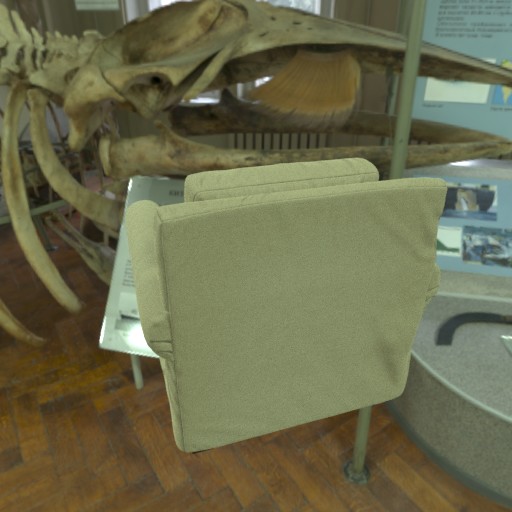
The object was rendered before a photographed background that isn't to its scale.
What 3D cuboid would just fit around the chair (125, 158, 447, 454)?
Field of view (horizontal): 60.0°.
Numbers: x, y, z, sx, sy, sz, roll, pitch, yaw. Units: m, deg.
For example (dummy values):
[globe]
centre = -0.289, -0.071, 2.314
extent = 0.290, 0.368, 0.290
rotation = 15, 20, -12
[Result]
[chair]
centre = 0.000, 0.000, 1.729
extent = 0.940, 0.866, 1.066
rotation = -9, 29, -16
